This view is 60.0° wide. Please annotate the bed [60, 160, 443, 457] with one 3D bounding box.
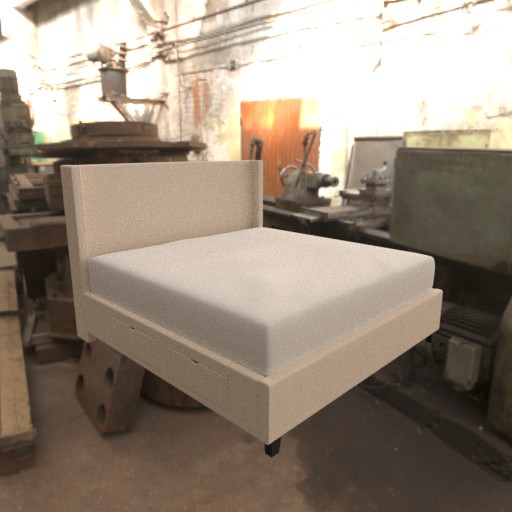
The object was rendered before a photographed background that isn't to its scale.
[{"bbox_3d":[0.000,0.000,3.656,2.293,1.471,2.145,13,19,43],"label":"bed"}]
